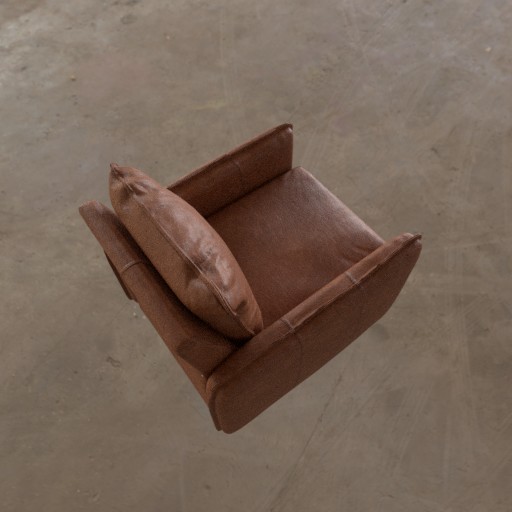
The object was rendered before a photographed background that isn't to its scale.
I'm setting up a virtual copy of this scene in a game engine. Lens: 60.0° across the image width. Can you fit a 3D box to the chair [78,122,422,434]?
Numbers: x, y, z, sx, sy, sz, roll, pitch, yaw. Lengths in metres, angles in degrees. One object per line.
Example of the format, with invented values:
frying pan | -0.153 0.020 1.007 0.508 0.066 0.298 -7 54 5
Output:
chair | 0.000 0.000 1.645 0.922 0.922 0.830 -33 63 -19
